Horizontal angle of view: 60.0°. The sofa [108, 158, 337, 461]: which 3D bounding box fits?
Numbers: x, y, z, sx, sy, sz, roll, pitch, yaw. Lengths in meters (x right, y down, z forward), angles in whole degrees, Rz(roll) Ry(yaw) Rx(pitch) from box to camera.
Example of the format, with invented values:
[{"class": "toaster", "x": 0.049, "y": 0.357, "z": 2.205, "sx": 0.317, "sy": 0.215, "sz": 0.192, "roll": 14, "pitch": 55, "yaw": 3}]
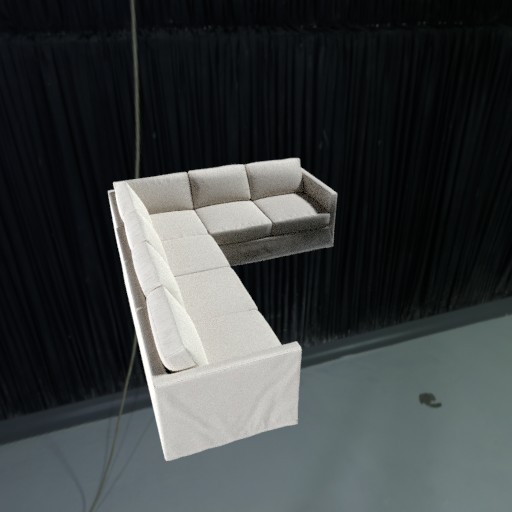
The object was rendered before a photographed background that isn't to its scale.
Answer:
[{"class": "sofa", "x": 0.000, "y": 0.000, "z": 4.251, "sx": 2.432, "sy": 0.871, "sz": 3.182, "roll": -11, "pitch": 32, "yaw": -18}]
